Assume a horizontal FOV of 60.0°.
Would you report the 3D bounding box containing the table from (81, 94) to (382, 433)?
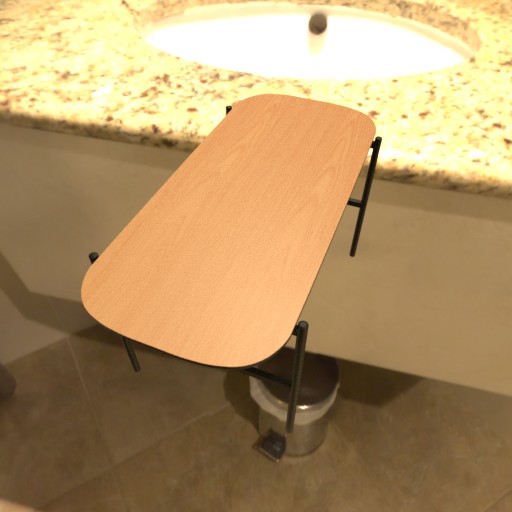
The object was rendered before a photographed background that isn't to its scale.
[{"bbox_3d":[0.000,0.000,1.042,0.400,0.400,0.800,17,49,15],"label":"table"}]
